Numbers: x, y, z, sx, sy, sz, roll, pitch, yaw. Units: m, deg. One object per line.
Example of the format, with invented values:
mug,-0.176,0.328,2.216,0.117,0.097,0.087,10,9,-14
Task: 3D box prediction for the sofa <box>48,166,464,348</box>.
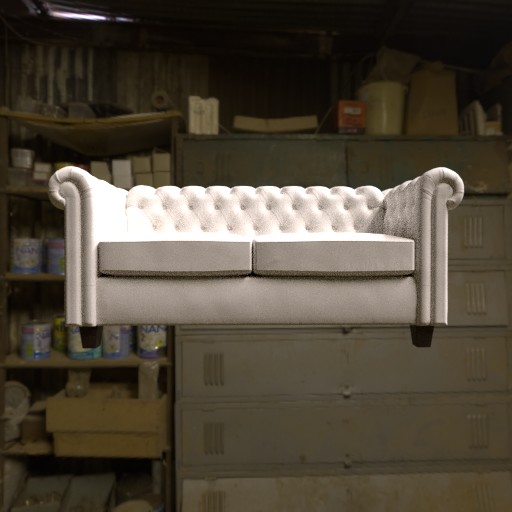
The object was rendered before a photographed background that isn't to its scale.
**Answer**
sofa,0.000,0.000,2.266,1.798,0.796,0.771,0,1,-1
